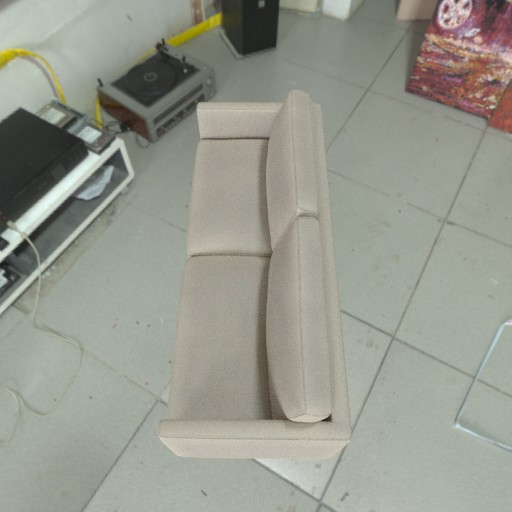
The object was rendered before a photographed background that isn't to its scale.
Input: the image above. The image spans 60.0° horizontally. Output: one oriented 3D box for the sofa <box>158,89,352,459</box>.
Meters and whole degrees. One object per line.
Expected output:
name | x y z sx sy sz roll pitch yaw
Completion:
sofa | 0.000 0.000 2.906 0.951 0.968 2.361 1 59 0
